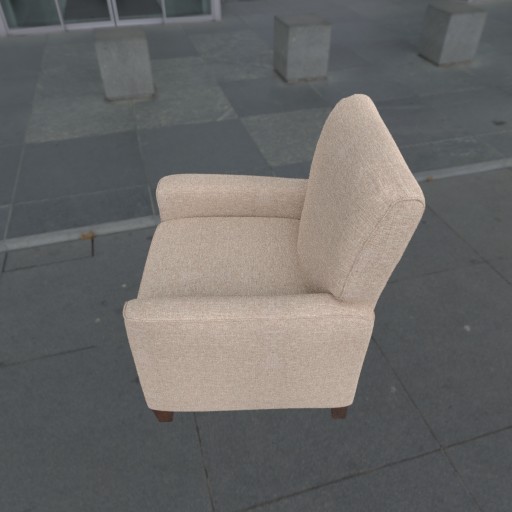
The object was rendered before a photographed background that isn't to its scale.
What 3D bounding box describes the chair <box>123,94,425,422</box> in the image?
[{"bbox_3d":[0.000,0.000,1.655,0.858,1.028,0.841,-1,41,-1],"label":"chair"}]
